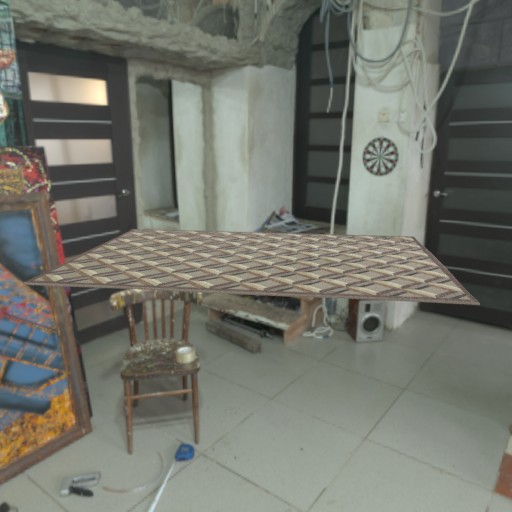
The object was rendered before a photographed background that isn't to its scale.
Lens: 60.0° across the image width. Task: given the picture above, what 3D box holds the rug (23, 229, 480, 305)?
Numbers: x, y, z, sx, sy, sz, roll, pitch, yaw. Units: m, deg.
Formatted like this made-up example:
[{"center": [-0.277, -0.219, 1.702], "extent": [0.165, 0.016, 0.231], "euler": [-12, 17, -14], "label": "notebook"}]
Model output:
[{"center": [0.000, 0.000, 2.113], "extent": [1.677, 0.011, 1.066], "euler": [2, 15, 7], "label": "rug"}]
